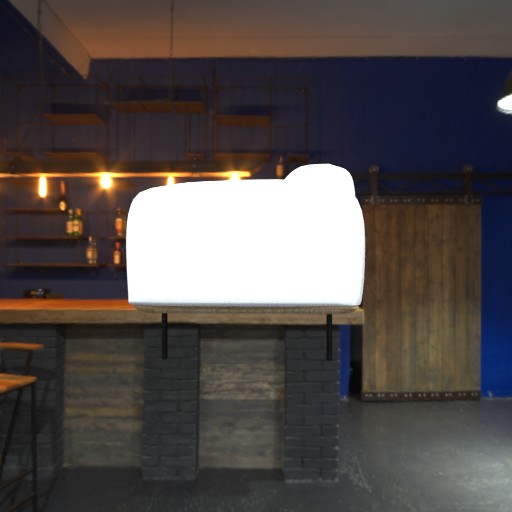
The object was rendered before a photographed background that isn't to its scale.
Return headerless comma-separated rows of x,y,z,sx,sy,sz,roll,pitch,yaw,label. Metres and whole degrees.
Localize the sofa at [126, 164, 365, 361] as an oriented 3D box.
0.000,0.000,2.664,0.870,0.780,2.280,0,0,2,sofa
